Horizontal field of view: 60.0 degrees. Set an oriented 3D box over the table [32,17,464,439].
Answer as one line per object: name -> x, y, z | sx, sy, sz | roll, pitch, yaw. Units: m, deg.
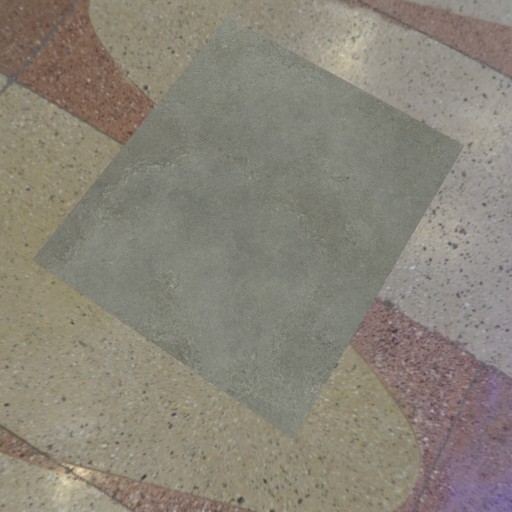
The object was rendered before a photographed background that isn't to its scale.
table -> 0.000, 0.000, 1.541 | 0.700, 1.020, 0.800 | 32, 77, 8
